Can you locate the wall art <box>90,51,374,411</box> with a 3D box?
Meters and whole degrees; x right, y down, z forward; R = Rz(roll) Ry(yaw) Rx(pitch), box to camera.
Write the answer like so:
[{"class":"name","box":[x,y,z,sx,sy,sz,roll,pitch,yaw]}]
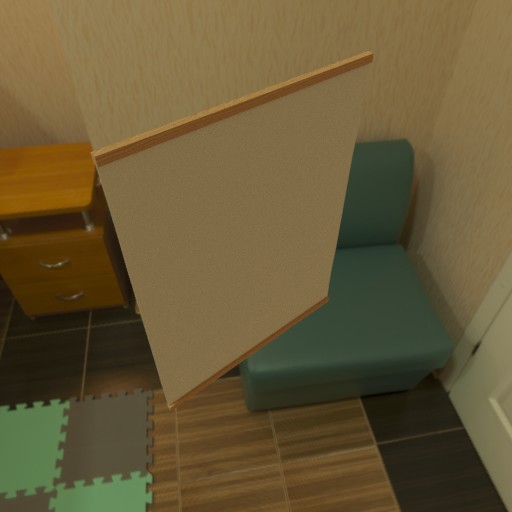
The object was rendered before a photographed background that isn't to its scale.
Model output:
[{"class":"wall art","box":[0.000,0.000,0.800,0.458,0.605,0.011,-30,52,-26]}]
